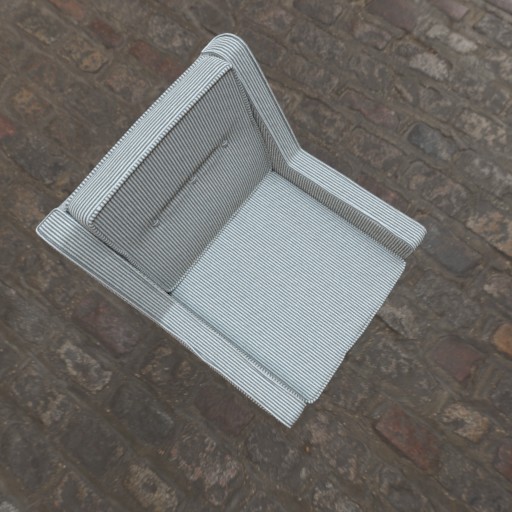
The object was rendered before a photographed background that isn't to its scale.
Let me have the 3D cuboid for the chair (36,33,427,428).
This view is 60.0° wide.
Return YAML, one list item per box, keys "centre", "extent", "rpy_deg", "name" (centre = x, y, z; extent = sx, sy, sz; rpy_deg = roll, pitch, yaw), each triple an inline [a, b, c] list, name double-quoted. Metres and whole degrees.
- centre: [0.000, 0.000, 1.287]
  extent: [0.743, 0.792, 0.663]
  rpy_deg: [36, 78, 9]
  name: "chair"
